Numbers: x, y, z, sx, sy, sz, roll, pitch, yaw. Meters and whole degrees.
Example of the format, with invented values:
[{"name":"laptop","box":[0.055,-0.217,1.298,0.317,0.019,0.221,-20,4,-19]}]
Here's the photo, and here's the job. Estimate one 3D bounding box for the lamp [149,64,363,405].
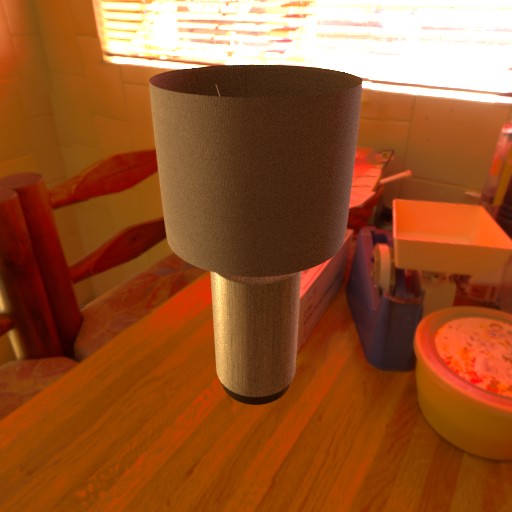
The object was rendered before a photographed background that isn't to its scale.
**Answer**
[{"name":"lamp","box":[0.000,0.000,0.589,0.228,0.444,0.228,1,30,2]}]
